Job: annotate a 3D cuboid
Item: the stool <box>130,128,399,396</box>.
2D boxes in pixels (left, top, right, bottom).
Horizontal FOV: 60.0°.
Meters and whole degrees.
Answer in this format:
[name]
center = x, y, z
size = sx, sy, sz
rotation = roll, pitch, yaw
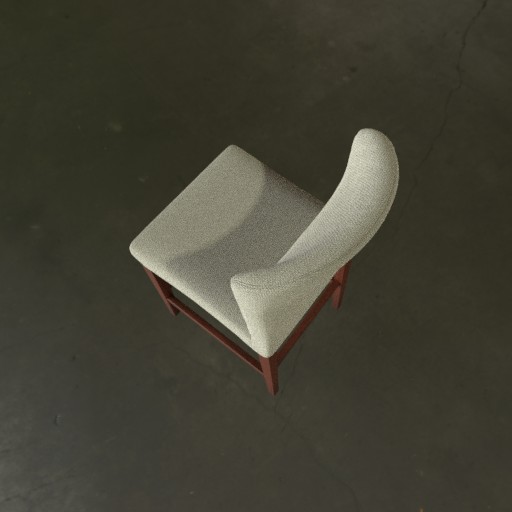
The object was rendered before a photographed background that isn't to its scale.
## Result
[stool]
center = 0.000, 0.000, 1.318
size = 0.568, 0.969, 0.481
rotation = 35, 69, 15
